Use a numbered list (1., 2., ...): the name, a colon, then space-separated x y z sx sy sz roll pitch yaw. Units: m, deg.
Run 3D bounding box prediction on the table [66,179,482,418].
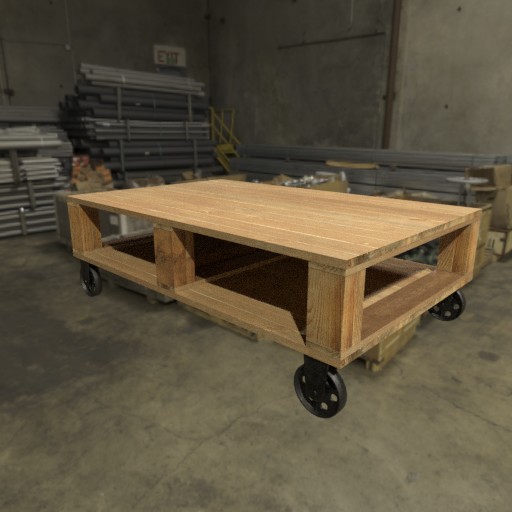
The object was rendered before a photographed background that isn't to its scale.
1. table: 0.000 0.000 1.680 1.299 0.413 0.827 15 22 41
